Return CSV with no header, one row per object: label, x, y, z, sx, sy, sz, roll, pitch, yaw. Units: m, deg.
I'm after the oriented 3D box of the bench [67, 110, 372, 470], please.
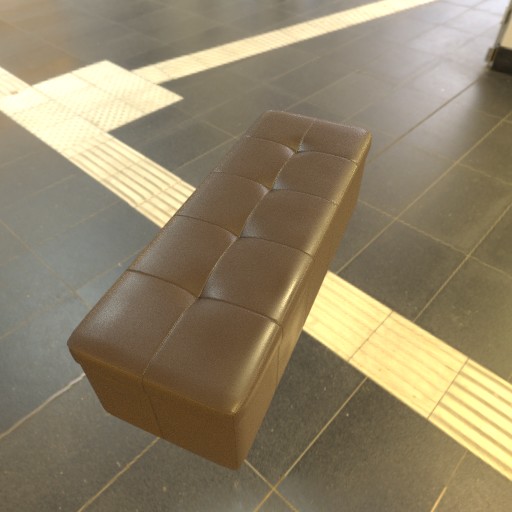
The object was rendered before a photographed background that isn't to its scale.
bench,0.000,0.000,1.462,0.450,0.417,1.219,17,48,16
